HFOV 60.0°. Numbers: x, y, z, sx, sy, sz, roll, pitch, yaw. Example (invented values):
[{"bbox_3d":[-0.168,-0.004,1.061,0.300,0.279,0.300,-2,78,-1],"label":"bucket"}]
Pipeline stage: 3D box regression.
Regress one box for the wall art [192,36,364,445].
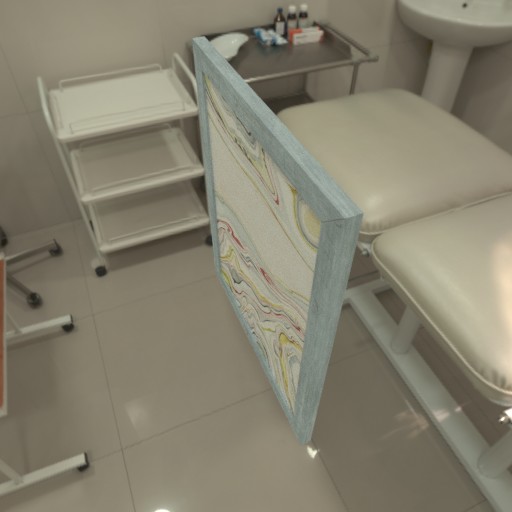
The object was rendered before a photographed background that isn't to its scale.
[{"bbox_3d":[0.000,0.000,0.790,0.022,0.582,0.479,-17,49,-16],"label":"wall art"}]
